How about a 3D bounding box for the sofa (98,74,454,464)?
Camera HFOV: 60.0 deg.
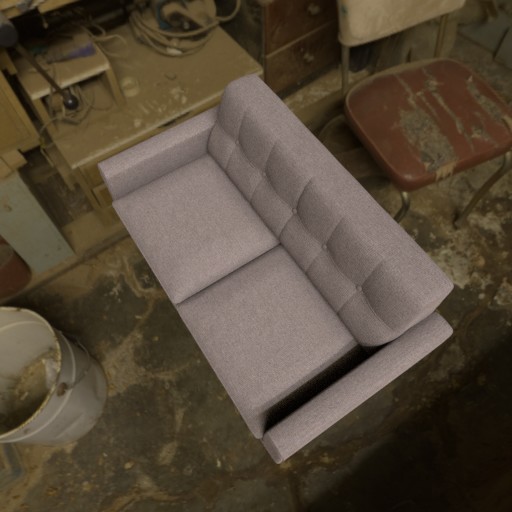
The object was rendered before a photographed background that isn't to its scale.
[{"bbox_3d":[0.000,0.000,2.155,0.909,0.841,1.631,-31,67,-15],"label":"sofa"}]
